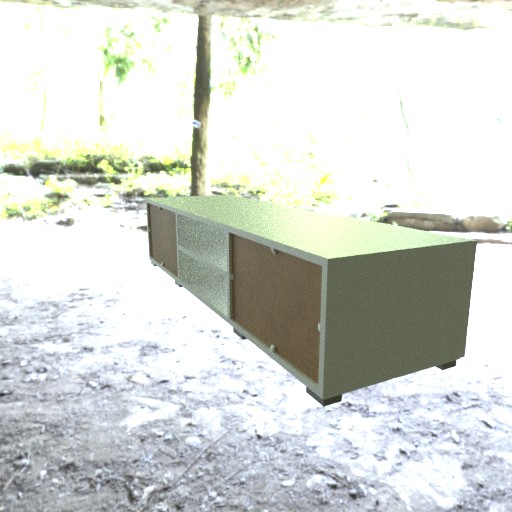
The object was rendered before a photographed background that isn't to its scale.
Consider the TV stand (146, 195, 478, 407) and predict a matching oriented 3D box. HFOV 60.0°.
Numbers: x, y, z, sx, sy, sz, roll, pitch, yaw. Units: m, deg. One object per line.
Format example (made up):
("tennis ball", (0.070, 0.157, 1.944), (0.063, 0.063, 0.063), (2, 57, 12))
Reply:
("TV stand", (0.000, 0.000, 1.558), (0.420, 0.310, 1.400), (-6, 14, -27))
